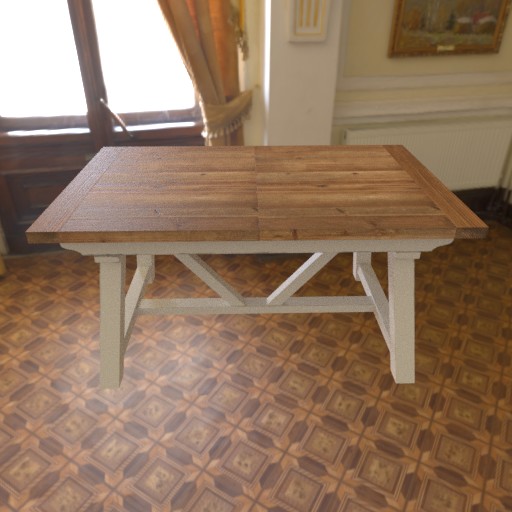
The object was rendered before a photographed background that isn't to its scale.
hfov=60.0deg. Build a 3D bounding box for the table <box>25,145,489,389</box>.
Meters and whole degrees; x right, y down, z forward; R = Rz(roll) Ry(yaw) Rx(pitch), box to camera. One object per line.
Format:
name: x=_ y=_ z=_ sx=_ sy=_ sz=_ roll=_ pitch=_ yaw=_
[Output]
table: x=0.000 y=0.000 z=2.022 sx=1.503 sy=0.743 sz=0.922 roll=-1 pitch=31 yaw=-1
